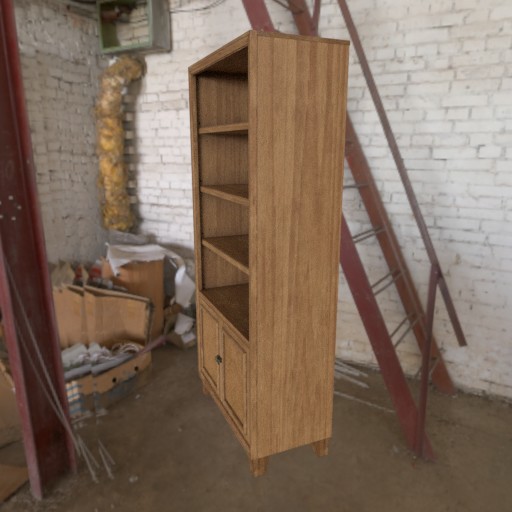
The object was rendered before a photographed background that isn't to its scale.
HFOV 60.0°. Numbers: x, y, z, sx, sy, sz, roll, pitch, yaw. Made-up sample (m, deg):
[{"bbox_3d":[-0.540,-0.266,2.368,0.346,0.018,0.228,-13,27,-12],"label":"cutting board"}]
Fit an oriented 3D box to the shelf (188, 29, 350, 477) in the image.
[{"bbox_3d":[0.000,0.000,2.306,0.453,1.930,0.864,-6,15,-23],"label":"shelf"}]
